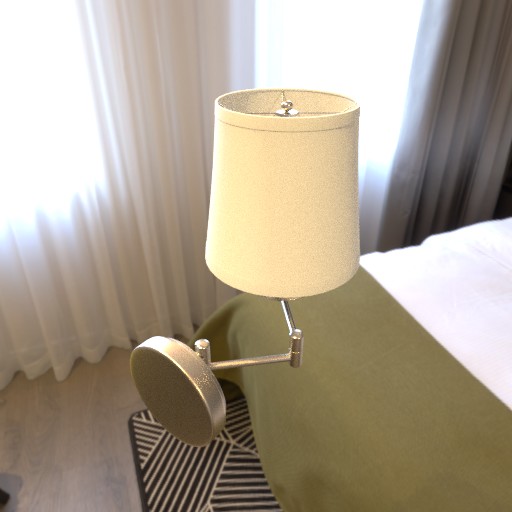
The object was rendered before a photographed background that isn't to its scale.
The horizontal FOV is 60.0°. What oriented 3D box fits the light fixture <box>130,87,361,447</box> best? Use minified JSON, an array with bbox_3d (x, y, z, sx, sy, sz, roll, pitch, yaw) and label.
[{"bbox_3d":[0.000,0.000,0.594,0.223,0.381,0.348,21,37,32],"label":"light fixture"}]
